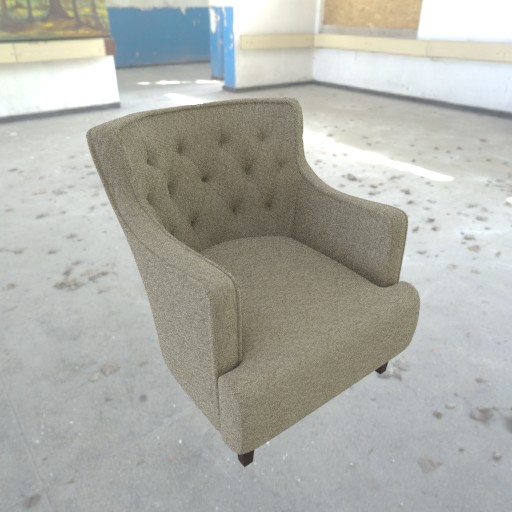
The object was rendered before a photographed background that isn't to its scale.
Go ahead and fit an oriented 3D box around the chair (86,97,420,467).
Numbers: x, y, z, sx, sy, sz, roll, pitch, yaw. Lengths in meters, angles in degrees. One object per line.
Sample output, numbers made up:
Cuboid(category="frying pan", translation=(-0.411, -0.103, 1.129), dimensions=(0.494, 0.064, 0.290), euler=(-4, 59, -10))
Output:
Cuboid(category="chair", translation=(0.000, 0.000, 1.575), dimensions=(0.820, 0.920, 0.910), euler=(-21, 35, -32))
